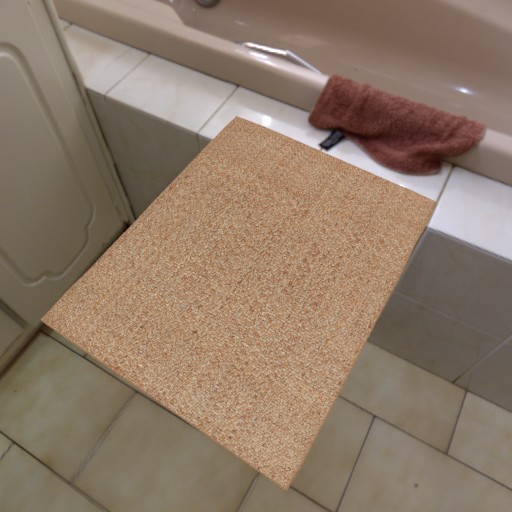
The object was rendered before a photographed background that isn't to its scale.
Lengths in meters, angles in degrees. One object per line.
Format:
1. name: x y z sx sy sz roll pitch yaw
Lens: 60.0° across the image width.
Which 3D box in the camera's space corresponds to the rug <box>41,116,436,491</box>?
1. rug: 0.000 0.000 4.100 2.439 0.013 3.048 28 62 16
